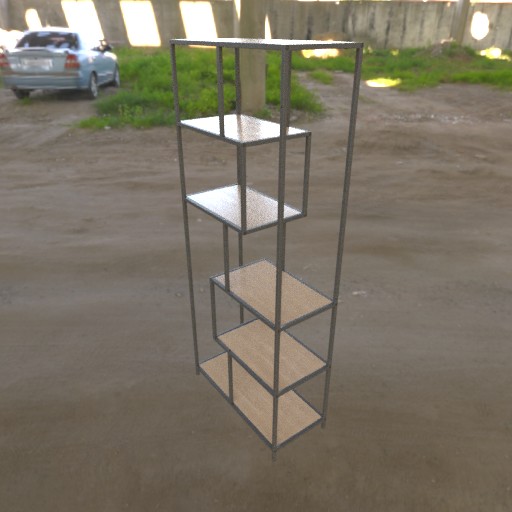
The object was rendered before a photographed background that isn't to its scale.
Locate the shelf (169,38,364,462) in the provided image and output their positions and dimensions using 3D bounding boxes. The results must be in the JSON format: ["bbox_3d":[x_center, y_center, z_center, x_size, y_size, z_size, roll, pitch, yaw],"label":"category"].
[{"bbox_3d":[0.000,0.000,2.117,0.350,1.850,0.770,-19,33,-32],"label":"shelf"}]
